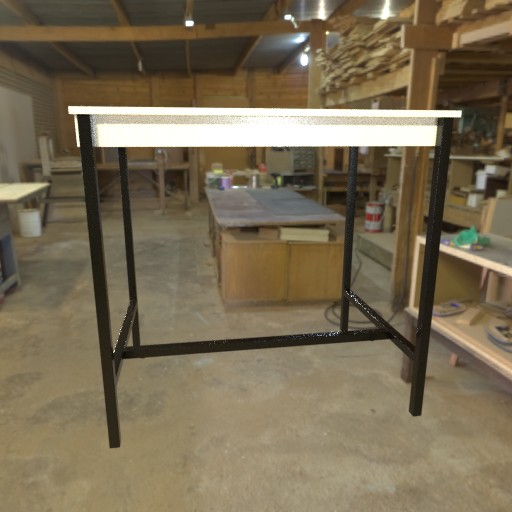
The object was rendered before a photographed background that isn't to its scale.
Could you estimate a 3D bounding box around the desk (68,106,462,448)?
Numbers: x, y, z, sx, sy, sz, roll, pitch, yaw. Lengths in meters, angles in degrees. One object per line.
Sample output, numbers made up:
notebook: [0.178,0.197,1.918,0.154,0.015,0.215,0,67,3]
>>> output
desk: [0.000,0.000,1.270,0.811,0.766,0.573,-2,15,-9]
